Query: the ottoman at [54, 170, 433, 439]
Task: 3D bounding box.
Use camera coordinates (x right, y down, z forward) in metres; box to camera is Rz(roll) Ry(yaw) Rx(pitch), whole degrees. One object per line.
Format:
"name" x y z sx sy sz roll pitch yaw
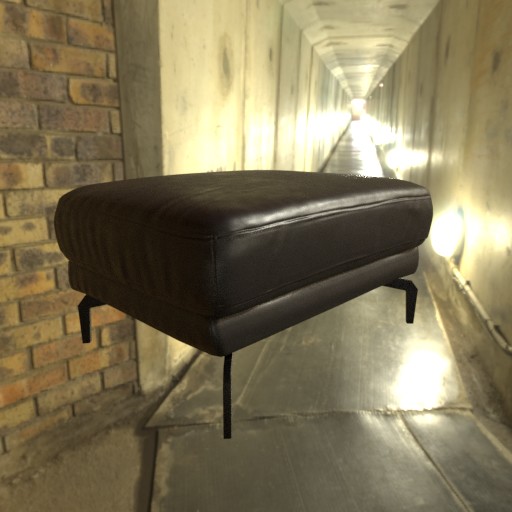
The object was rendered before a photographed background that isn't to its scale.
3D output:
"ottoman" 0.000 0.000 1.083 0.570 0.402 0.764 14 20 42
